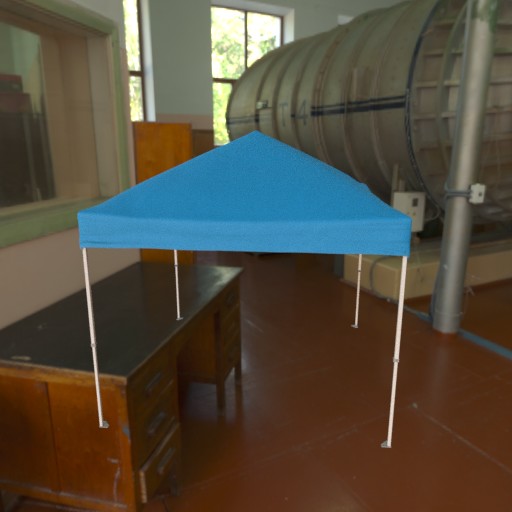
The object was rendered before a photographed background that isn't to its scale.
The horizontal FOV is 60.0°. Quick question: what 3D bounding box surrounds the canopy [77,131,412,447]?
[{"bbox_3d":[0.000,0.000,5.506,2.998,2.997,2.996,2,15,6],"label":"canopy"}]
